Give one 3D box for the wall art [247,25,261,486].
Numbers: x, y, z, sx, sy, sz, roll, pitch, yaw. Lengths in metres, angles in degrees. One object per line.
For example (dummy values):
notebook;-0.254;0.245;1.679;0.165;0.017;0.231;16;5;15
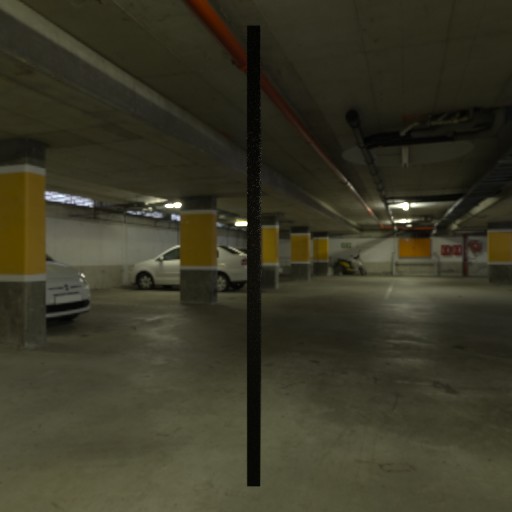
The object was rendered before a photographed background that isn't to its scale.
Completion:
wall art;0.000;0.000;0.567;0.013;0.432;0.304;0;0;1
